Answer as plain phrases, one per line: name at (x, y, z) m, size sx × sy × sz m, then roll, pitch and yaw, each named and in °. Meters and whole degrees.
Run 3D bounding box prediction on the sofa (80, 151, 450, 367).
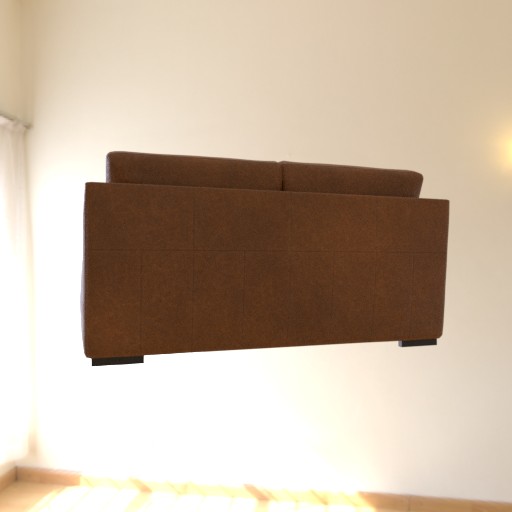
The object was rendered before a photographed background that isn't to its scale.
sofa at (0.000, 0.000, 2.598) m, size 1.880 × 0.966 × 1.144 m, roll 0°, pitch -1°, yaw -17°
